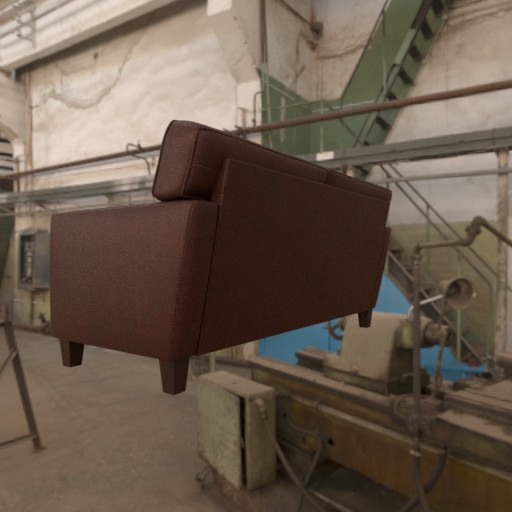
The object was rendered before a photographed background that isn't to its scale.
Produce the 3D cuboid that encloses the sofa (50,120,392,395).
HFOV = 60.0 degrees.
[{"bbox_3d":[0.000,0.000,2.359,0.912,0.928,1.876,0,0,36],"label":"sofa"}]
